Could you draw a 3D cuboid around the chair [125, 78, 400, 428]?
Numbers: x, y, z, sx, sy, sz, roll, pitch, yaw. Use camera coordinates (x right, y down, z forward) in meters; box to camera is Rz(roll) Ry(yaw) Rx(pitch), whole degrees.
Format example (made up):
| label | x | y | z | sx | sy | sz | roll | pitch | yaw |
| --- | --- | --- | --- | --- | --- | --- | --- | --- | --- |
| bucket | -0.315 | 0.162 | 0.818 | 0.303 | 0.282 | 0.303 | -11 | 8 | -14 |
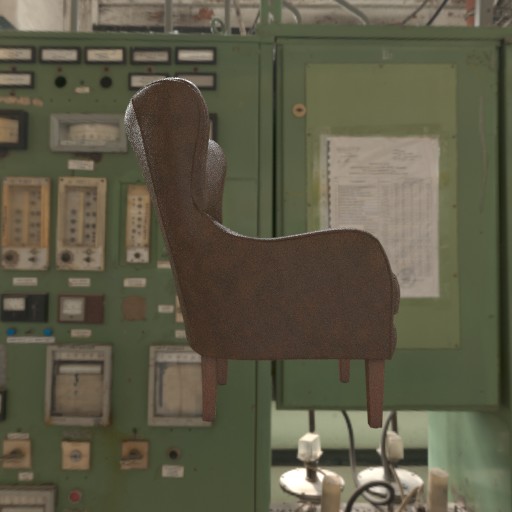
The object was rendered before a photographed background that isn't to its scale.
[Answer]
| label | x | y | z | sx | sy | sz | roll | pitch | yaw |
| --- | --- | --- | --- | --- | --- | --- | --- | --- | --- |
| chair | 0.000 | 0.000 | 1.617 | 0.914 | 1.048 | 0.692 | 0 | -1 | 1 |
